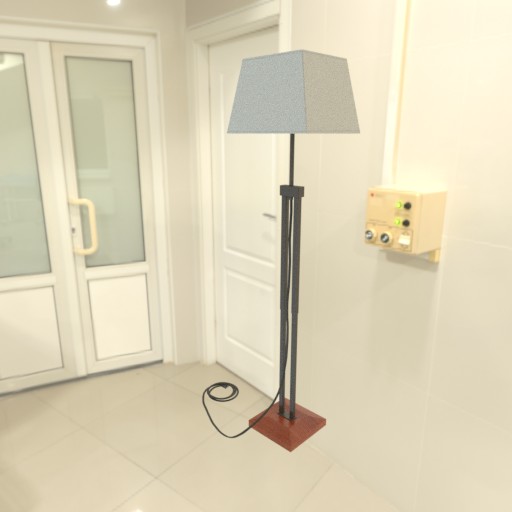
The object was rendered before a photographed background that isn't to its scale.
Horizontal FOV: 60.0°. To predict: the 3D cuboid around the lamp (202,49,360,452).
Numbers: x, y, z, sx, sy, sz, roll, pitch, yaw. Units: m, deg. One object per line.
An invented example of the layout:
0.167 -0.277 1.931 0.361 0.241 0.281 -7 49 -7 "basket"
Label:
0.000 0.000 2.057 0.745 1.712 0.472 15 21 42 "lamp"
